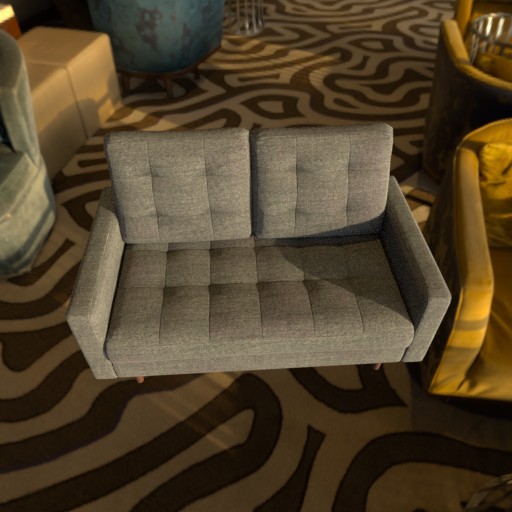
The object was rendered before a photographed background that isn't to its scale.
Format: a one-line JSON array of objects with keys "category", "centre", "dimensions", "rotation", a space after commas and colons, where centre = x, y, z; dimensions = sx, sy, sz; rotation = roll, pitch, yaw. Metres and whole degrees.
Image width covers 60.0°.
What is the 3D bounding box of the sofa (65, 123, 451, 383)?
[{"category": "sofa", "centre": [0.000, 0.000, 1.937], "dimensions": [1.407, 0.907, 0.842], "rotation": [-3, 45, -3]}]
